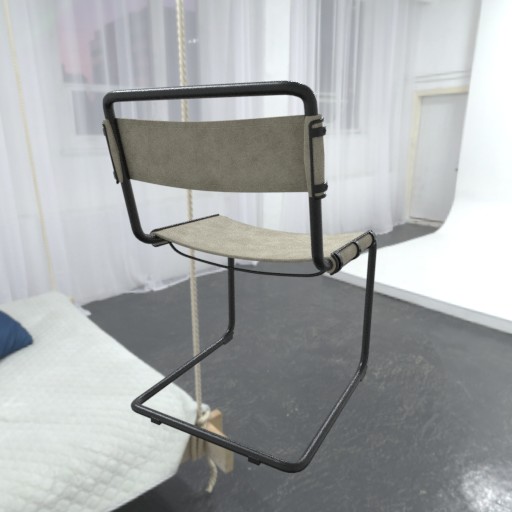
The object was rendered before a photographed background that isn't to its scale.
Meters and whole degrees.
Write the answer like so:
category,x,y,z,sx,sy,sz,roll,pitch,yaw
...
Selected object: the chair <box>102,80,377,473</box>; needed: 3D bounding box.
category,x,y,z,sx,sy,sz,roll,pitch,yaw
chair,0.000,0.000,1.089,0.499,0.747,0.497,9,18,28
